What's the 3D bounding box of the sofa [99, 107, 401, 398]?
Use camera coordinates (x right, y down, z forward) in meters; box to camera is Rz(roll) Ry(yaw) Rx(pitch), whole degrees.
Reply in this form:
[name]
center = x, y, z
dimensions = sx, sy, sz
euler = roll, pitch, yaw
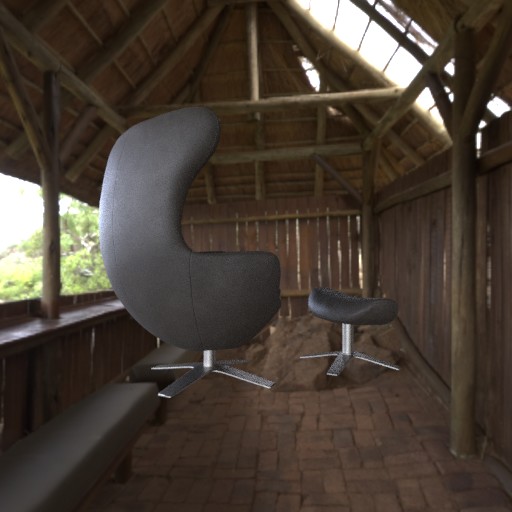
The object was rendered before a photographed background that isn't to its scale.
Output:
[sofa]
center = 0.000, 0.000, 2.160
dimensions = 1.444, 1.135, 0.894
euler = 0, 1, -17
